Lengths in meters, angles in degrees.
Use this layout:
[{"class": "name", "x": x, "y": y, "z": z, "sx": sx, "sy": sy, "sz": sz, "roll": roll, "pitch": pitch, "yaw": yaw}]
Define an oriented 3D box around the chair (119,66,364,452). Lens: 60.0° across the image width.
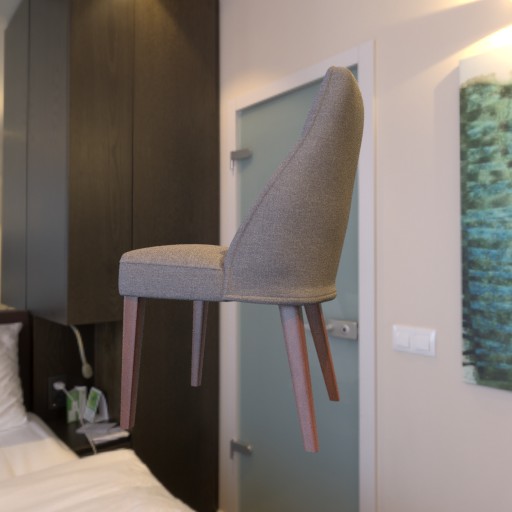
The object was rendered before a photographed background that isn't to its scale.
[{"class": "chair", "x": 0.000, "y": 0.000, "z": 1.310, "sx": 0.620, "sy": 0.930, "sz": 0.500, "roll": 0, "pitch": -1, "yaw": 18}]
